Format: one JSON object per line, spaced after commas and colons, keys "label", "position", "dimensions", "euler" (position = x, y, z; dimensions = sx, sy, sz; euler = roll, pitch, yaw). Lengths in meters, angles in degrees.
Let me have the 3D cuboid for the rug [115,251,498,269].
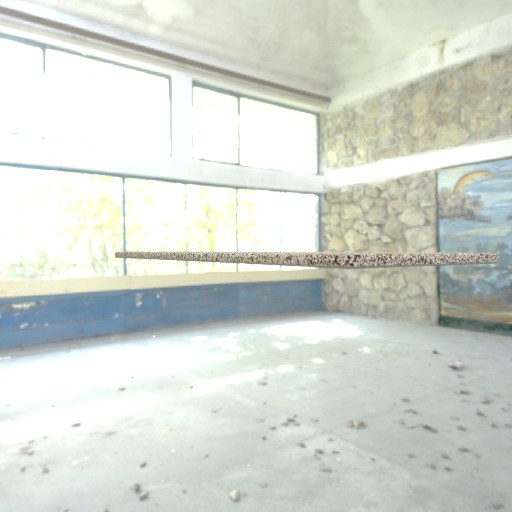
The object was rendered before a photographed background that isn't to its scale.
{"label": "rug", "position": [0.000, 0.000, 1.693], "dimensions": [0.609, 0.030, 1.524], "euler": [-1, 1, -35]}
